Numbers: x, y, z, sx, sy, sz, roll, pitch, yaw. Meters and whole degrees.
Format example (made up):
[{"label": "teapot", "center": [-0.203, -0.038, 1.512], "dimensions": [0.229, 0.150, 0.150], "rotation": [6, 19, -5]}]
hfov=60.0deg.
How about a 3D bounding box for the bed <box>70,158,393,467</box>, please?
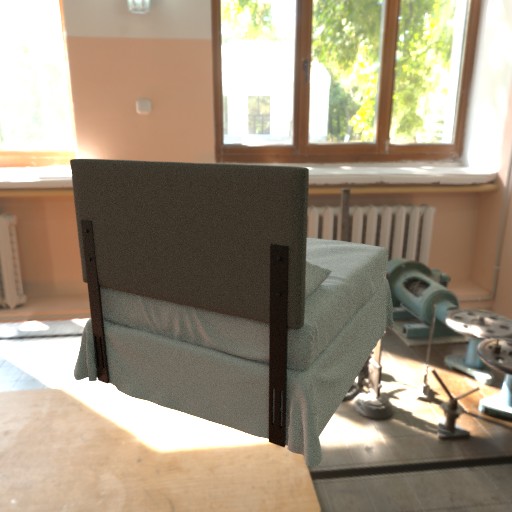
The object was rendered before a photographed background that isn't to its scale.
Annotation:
[{"label": "bed", "center": [0.000, 0.000, 3.532], "dimensions": [1.936, 1.577, 2.222], "rotation": [8, 18, 27]}]
